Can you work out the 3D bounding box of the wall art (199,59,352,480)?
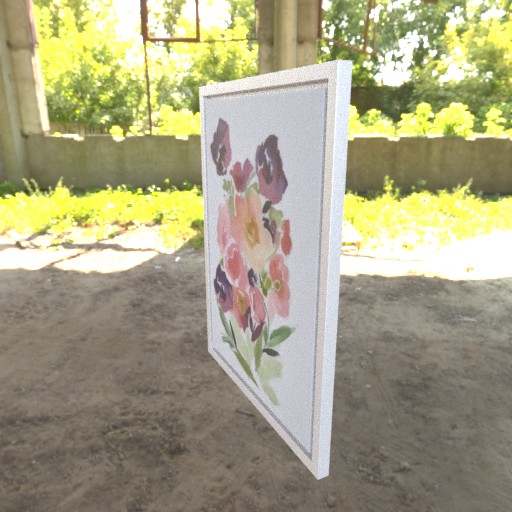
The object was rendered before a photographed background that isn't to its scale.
[{"bbox_3d":[0.000,0.000,1.407,0.042,1.056,0.805,-9,19,-26],"label":"wall art"}]
